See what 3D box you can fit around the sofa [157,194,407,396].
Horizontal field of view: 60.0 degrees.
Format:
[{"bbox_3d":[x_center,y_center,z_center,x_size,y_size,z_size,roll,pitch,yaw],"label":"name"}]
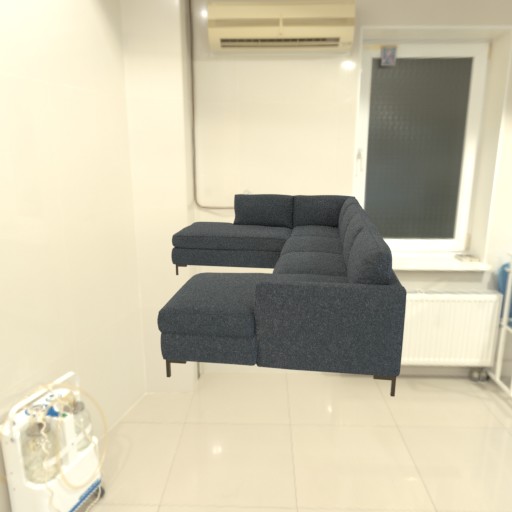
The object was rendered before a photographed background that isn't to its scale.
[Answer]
[{"bbox_3d":[0.000,0.000,3.843,2.007,0.813,2.956,2,14,8],"label":"sofa"}]
